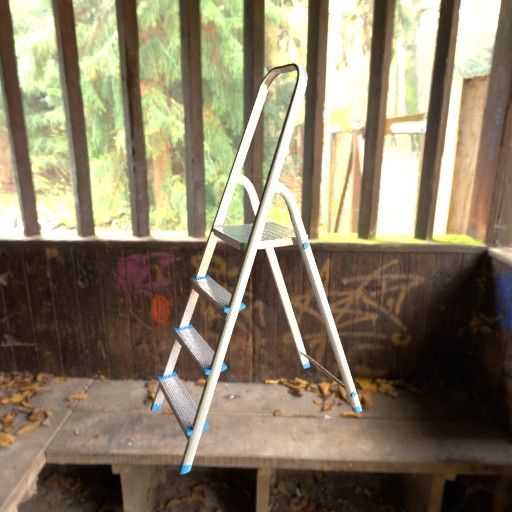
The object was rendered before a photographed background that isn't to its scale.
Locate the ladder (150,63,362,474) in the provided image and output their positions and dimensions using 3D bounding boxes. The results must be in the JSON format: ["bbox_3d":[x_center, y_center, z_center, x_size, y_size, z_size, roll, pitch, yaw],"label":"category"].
[{"bbox_3d":[0.000,0.000,1.782,0.842,1.434,0.445,-8,18,-26],"label":"ladder"}]
